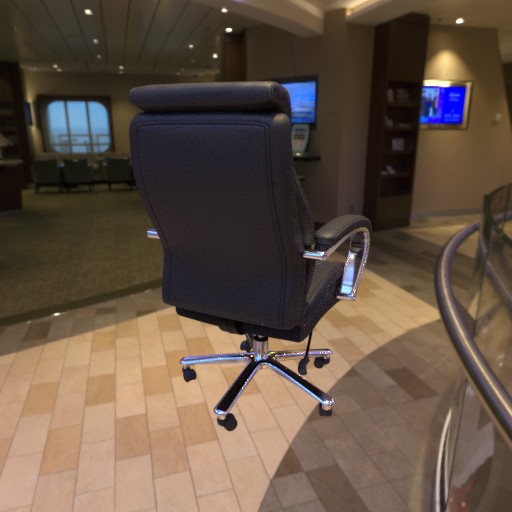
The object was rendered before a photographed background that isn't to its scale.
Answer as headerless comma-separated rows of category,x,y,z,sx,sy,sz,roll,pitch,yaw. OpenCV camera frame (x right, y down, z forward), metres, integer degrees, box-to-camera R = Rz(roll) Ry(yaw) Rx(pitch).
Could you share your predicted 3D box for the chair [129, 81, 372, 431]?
chair,0.000,0.000,1.692,0.755,1.183,0.790,8,18,26
